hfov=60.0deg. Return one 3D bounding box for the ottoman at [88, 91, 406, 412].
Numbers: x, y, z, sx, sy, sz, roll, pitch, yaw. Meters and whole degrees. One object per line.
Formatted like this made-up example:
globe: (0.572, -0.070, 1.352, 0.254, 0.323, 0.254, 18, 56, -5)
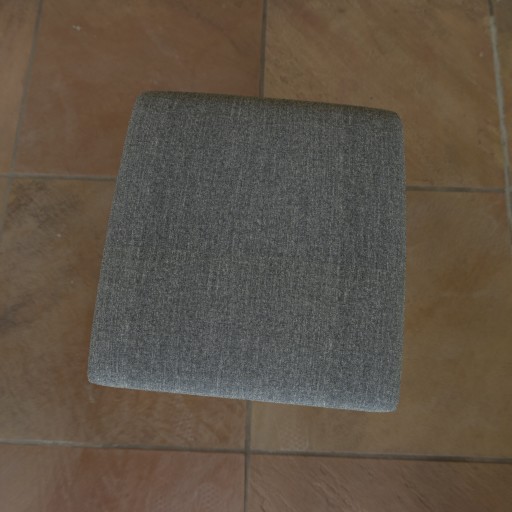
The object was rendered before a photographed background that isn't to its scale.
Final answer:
ottoman: (0.000, 0.000, 1.088, 0.648, 0.399, 0.655, 5, 76, 1)
